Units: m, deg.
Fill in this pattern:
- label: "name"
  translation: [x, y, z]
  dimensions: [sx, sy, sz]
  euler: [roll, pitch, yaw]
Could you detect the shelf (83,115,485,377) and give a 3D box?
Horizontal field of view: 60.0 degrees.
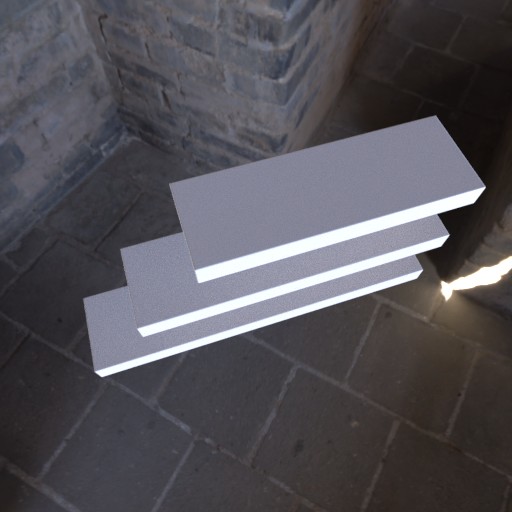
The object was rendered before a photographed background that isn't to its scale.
- label: "shelf"
  translation: [0.000, 0.000, 0.716]
  dimensions: [0.610, 0.293, 0.140]
  euler: [-16, 63, -8]
